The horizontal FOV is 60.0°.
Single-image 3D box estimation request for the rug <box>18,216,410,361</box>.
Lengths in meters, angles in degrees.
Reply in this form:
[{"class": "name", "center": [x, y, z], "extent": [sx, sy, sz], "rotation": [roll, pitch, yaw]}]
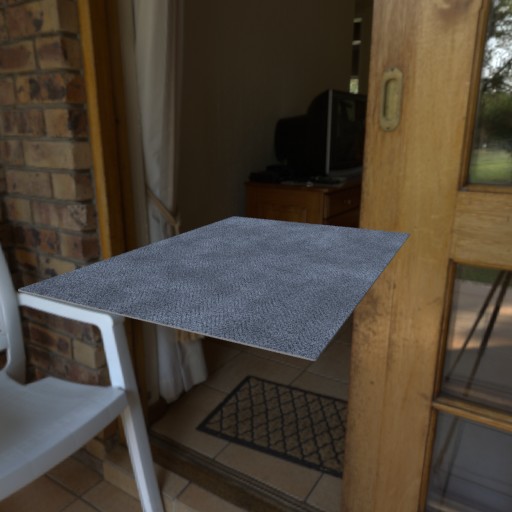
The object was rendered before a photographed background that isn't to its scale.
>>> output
[{"class": "rug", "center": [0.000, 0.000, 2.874], "extent": [1.600, 0.008, 2.235], "rotation": [8, 18, 26]}]
